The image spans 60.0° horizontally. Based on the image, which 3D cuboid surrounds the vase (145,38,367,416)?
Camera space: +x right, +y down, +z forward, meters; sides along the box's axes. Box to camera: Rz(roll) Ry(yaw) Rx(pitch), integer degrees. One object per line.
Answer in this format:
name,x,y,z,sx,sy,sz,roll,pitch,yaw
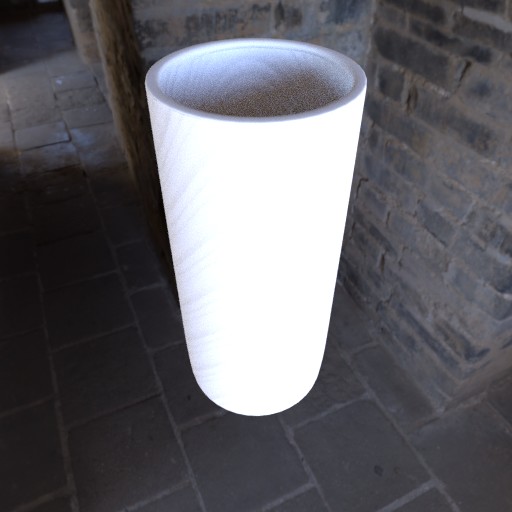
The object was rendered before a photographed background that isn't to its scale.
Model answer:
vase,0.000,0.000,0.386,0.143,0.316,0.143,0,43,0
